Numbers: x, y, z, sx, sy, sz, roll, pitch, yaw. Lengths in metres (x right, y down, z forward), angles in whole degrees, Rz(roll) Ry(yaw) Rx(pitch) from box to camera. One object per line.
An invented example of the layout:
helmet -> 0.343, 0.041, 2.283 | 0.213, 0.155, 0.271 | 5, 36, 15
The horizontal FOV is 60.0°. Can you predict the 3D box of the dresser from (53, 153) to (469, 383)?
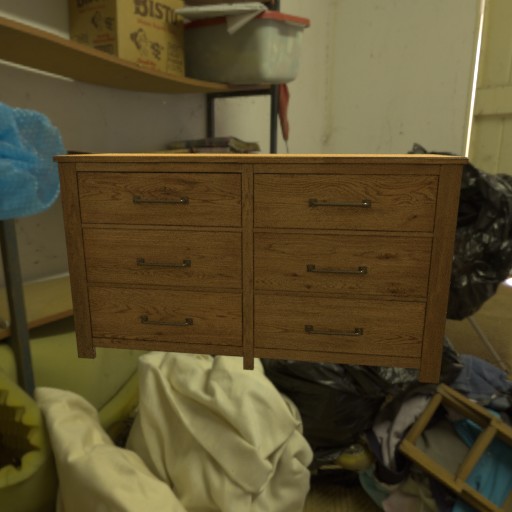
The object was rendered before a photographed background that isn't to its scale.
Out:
dresser -> 0.000, 0.000, 2.099 | 1.657, 0.932, 0.563 | 2, 14, 8
